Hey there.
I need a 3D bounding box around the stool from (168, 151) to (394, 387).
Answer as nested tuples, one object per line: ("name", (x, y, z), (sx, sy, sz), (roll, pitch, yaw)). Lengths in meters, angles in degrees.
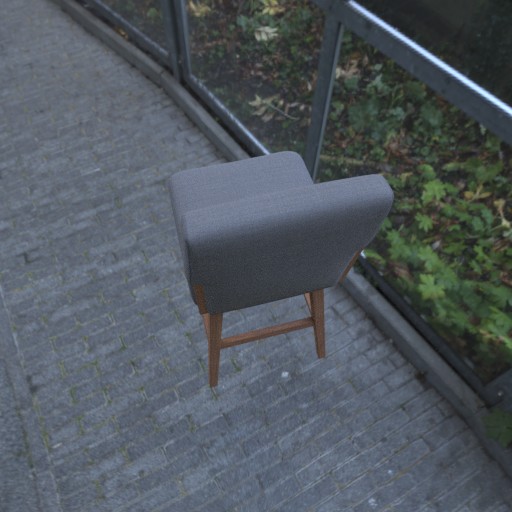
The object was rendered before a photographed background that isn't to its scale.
("stool", (0.000, 0.000, 1.424), (0.483, 1.112, 0.570), (-13, 58, -8))
